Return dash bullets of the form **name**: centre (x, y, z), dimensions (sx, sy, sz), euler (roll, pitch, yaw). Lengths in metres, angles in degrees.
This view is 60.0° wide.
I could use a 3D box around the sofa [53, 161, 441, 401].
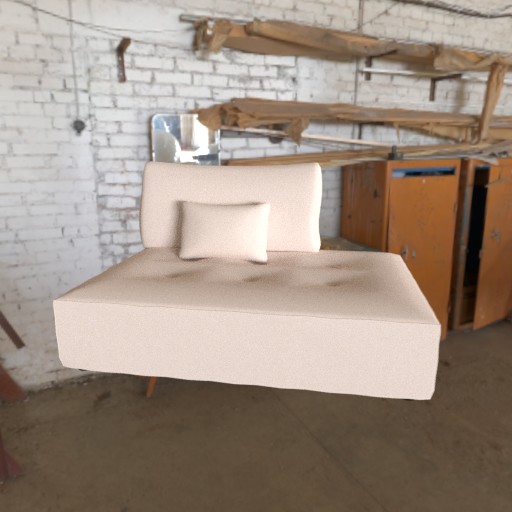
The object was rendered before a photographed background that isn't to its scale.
- **sofa**: centre (0.000, 0.000, 2.069), dimensions (1.450, 0.820, 1.000), euler (2, 15, 9)
